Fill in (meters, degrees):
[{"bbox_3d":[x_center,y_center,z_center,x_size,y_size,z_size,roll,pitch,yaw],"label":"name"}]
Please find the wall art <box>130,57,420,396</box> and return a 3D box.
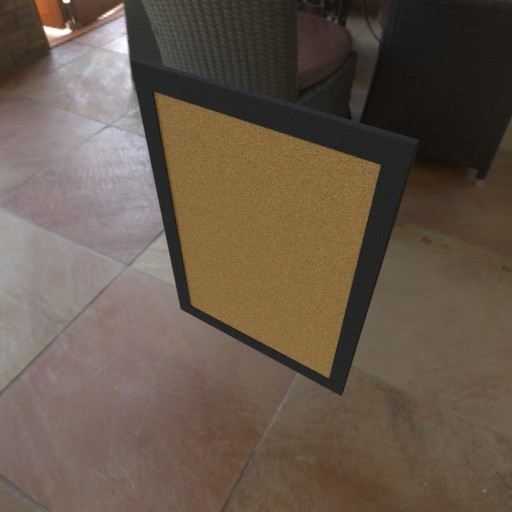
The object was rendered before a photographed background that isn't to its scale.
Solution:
[{"bbox_3d":[0.000,0.000,0.693,0.374,0.529,0.012,24,51,21],"label":"wall art"}]
